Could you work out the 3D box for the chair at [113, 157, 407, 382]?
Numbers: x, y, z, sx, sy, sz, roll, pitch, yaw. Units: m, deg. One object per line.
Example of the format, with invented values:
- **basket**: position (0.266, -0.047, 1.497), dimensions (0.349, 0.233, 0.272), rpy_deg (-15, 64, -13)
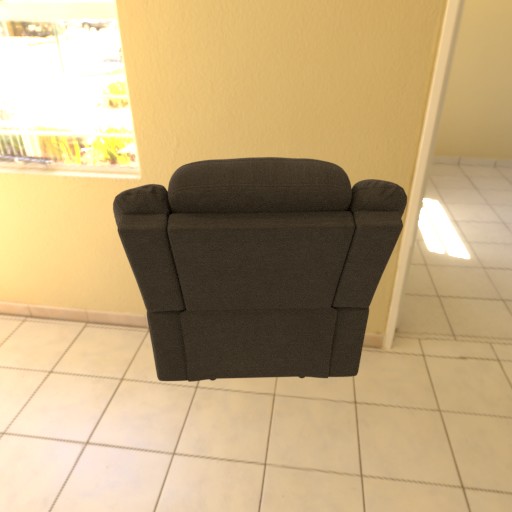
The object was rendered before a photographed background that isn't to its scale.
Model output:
- **chair**: position (0.000, 0.000, 1.804), dimensions (0.899, 1.008, 0.944), rpy_deg (-1, 30, -2)
